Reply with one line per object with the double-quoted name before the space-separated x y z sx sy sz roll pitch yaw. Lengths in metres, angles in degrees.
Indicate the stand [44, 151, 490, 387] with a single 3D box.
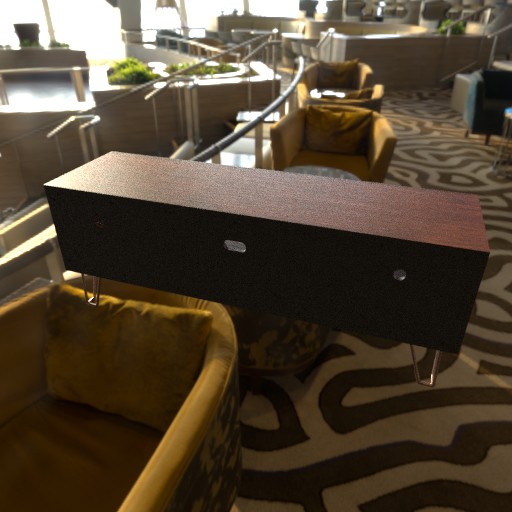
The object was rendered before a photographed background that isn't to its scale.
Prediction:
"stand" 0.000 0.000 1.884 1.626 0.610 0.481 10 32 16
